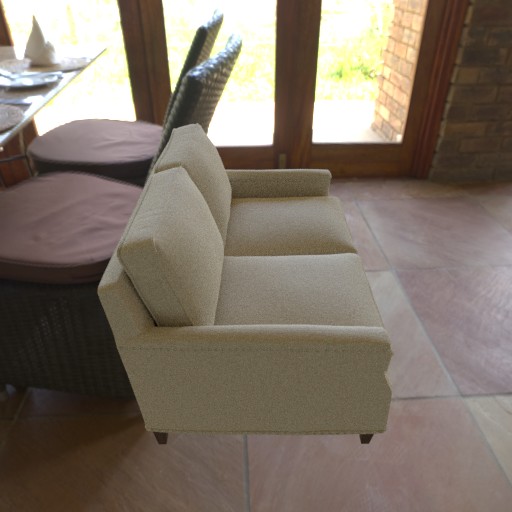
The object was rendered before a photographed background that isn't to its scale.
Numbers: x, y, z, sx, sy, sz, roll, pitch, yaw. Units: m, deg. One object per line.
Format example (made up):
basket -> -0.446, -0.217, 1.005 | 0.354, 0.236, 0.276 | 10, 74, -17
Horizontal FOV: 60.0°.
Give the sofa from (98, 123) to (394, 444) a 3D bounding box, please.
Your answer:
sofa -> 0.000, 0.000, 2.277 | 1.084, 1.003, 1.597 | 0, 33, 0
